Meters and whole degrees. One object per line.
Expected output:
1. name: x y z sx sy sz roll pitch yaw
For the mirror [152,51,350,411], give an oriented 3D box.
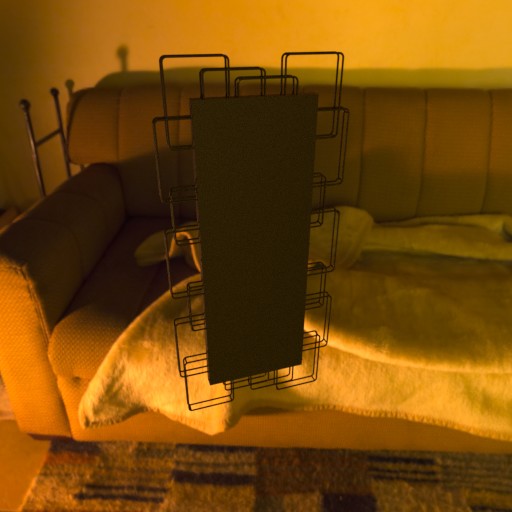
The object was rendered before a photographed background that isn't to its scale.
1. mirror: 0.000 0.000 1.431 0.565 1.192 0.037 -9 29 -16
